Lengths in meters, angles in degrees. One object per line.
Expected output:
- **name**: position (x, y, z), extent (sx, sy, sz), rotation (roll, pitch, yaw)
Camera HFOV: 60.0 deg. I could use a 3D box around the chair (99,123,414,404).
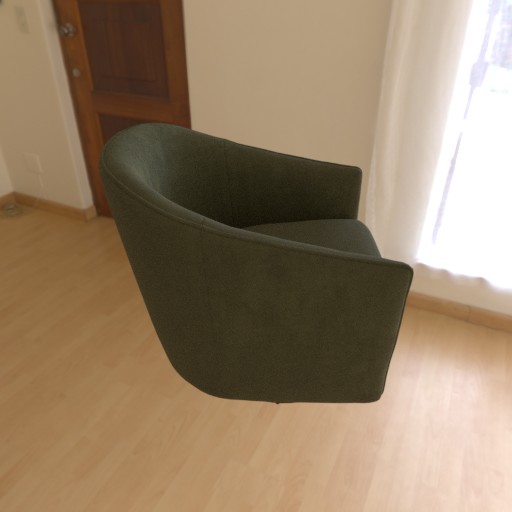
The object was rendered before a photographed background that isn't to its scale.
- **chair**: position (0.000, 0.000, 1.493), extent (0.875, 0.799, 0.747), rotation (0, 32, 1)
